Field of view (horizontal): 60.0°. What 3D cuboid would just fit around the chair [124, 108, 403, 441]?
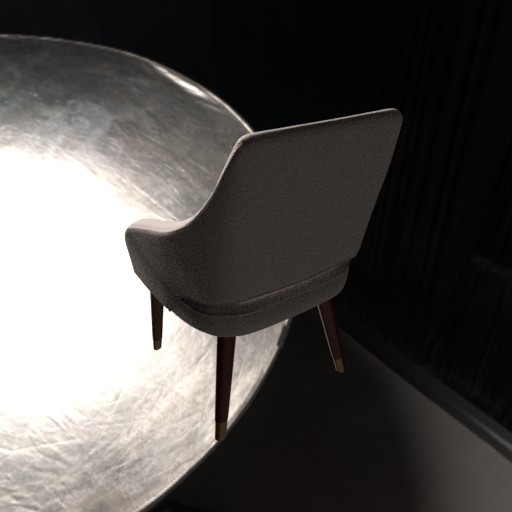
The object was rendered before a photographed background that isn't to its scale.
[{"bbox_3d":[0.000,0.000,1.289,0.609,0.889,0.600,-19,35,-29],"label":"chair"}]
